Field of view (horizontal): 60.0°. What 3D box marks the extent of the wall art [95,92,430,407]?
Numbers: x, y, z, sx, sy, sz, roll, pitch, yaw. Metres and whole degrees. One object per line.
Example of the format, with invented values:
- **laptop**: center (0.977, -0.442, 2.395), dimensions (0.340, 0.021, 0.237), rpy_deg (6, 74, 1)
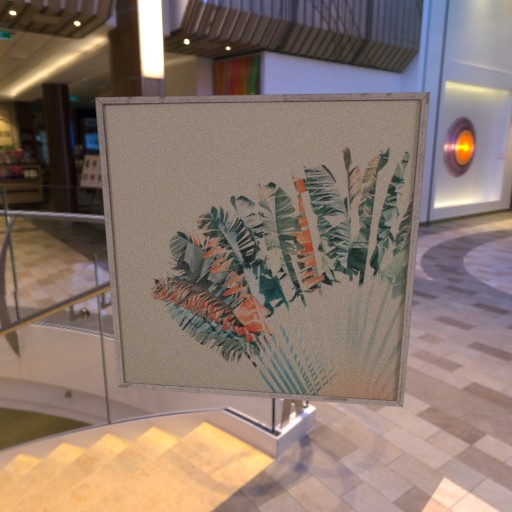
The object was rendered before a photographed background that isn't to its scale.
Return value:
- **wall art**: center (0.000, 0.000, 0.740), dimensions (0.508, 0.506, 0.029), rpy_deg (2, 13, 7)
